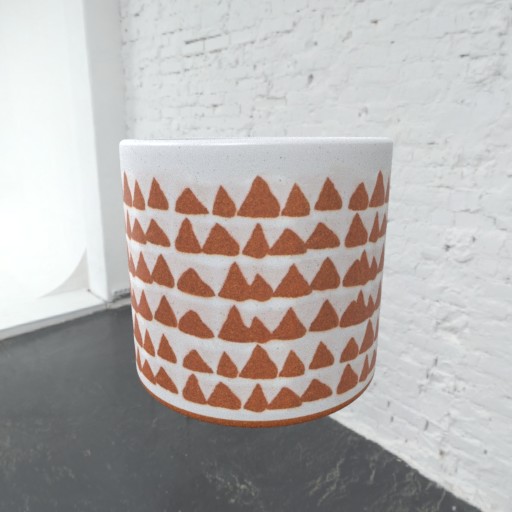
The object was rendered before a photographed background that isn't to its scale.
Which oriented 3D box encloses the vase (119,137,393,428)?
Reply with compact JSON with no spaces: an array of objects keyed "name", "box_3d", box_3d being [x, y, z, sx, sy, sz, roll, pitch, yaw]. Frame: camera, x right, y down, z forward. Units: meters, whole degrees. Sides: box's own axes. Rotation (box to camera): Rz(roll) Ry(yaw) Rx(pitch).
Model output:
[{"name":"vase","box_3d":[0.000,0.000,0.246,0.137,0.127,0.137,0,15,0]}]
